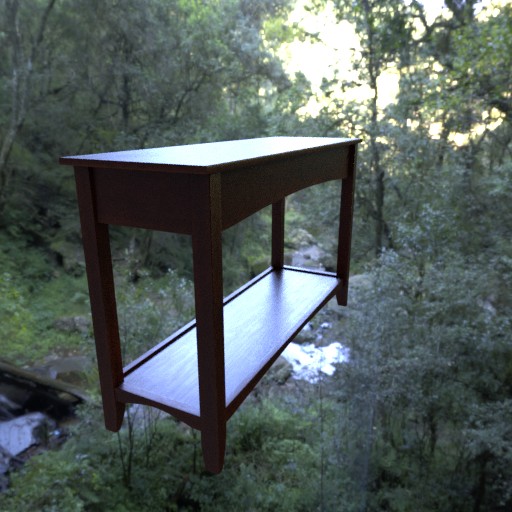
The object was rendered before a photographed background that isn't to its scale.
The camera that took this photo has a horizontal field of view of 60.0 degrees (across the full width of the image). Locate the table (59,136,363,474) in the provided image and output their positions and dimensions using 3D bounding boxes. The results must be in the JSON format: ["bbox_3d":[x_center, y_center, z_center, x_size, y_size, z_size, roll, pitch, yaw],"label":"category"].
[{"bbox_3d":[0.000,0.000,1.520,0.392,0.739,1.188,9,19,25],"label":"table"}]
